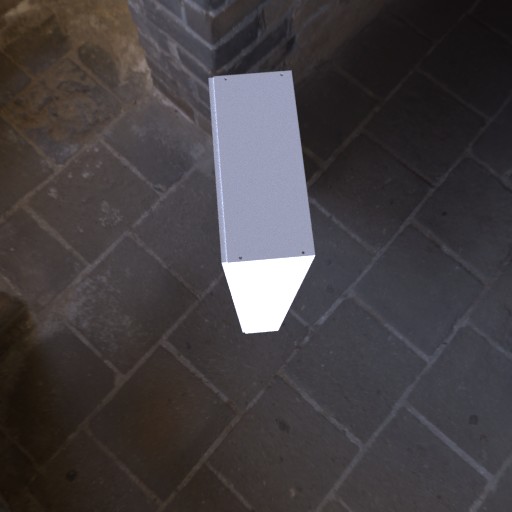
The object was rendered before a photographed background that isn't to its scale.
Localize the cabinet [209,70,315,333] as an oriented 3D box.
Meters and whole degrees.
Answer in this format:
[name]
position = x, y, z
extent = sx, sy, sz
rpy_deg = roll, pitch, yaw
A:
[cabinet]
position = 0.000, 0.000, 1.950
extent = 0.230, 1.790, 0.500
rpy_deg = -5, 75, -1
